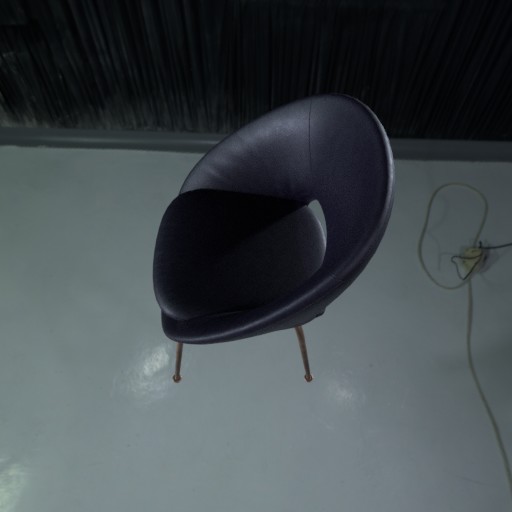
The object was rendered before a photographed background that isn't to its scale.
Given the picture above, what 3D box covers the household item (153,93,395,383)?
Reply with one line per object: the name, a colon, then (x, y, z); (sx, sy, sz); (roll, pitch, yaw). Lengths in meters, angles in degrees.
household item: (0.000, 0.000, 1.265); (0.573, 0.852, 0.623); (0, 59, 0)
